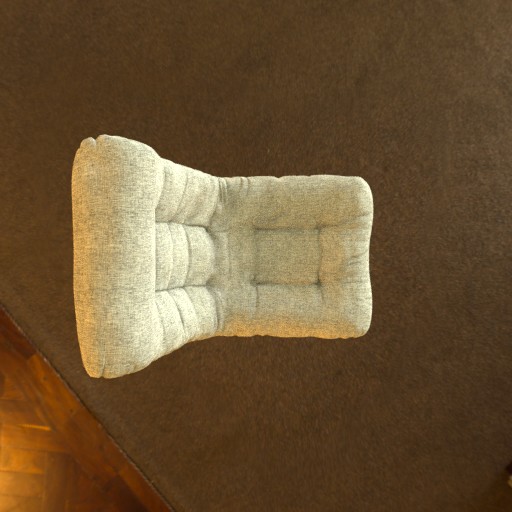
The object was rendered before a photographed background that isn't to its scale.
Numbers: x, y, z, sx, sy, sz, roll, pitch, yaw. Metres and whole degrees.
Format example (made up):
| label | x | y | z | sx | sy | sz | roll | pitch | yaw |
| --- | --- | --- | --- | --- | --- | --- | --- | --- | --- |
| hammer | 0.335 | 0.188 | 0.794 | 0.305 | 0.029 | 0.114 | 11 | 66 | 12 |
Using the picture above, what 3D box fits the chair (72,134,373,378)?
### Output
| label | x | y | z | sx | sy | sz | roll | pitch | yaw |
| --- | --- | --- | --- | --- | --- | --- | --- | --- | --- |
| chair | 0.000 | 0.000 | 0.976 | 0.583 | 0.600 | 0.400 | 0 | 90 | 1 |
